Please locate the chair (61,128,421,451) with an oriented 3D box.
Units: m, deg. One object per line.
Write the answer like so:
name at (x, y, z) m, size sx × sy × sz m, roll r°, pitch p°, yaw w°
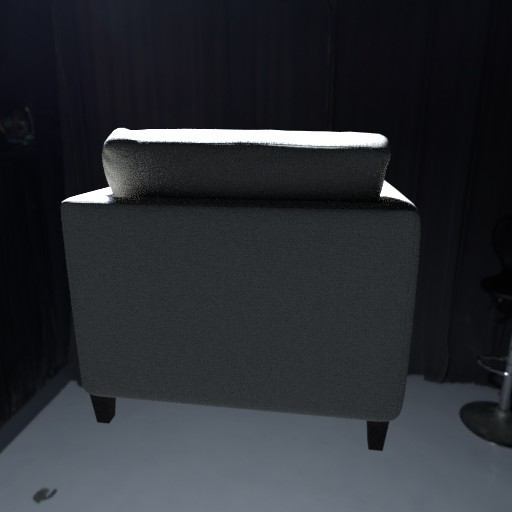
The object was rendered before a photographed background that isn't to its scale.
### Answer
chair at (0.000, 0.000, 1.666) m, size 0.996 × 0.919 × 0.959 m, roll 2°, pitch 16°, yaw 8°
